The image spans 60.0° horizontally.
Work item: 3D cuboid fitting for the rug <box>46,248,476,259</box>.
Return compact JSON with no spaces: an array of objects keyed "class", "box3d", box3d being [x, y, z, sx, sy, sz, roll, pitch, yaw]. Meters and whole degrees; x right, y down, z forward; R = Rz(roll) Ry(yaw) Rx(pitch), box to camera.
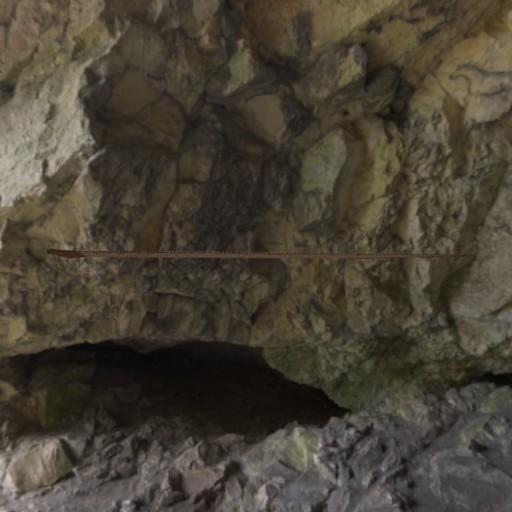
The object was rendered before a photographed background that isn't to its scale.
[{"class":"rug","box3d":[0.000,0.000,2.546,2.085,0.027,1.224,0,-1,-19]}]
